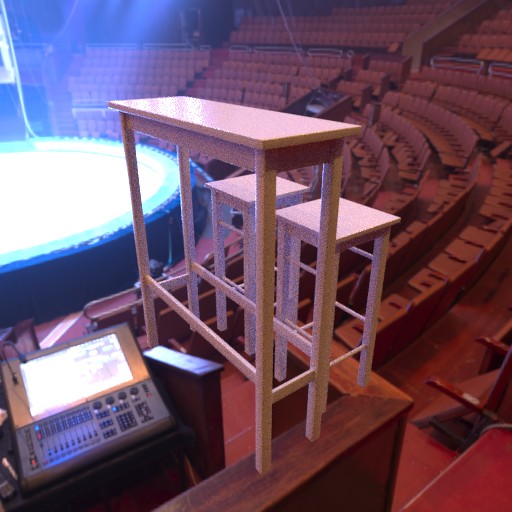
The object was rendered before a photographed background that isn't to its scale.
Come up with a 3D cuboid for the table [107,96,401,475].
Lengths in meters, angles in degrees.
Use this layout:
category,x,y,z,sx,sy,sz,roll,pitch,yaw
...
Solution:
category,x,y,z,sx,sy,sz,roll,pitch,yaw
table,0.000,0.000,1.662,0.650,1.065,0.915,-18,31,-33
